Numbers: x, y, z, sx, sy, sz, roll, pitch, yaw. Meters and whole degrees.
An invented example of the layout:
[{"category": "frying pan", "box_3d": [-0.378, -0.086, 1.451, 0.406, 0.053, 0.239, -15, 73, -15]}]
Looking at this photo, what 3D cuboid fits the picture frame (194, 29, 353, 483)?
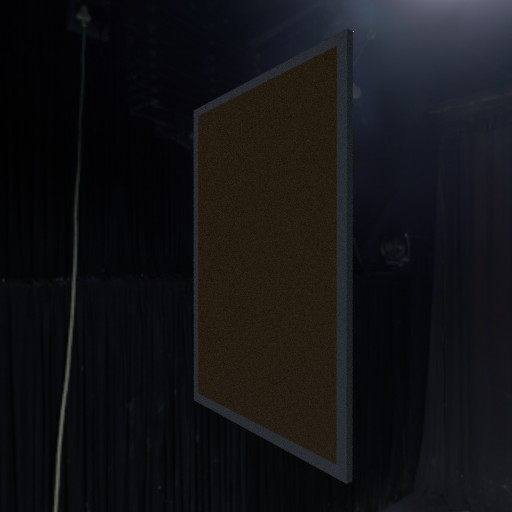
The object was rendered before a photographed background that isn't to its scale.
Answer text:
[{"category": "picture frame", "box_3d": [0.000, 0.000, 0.827, 0.013, 0.657, 0.457, 0, 0, -37]}]
